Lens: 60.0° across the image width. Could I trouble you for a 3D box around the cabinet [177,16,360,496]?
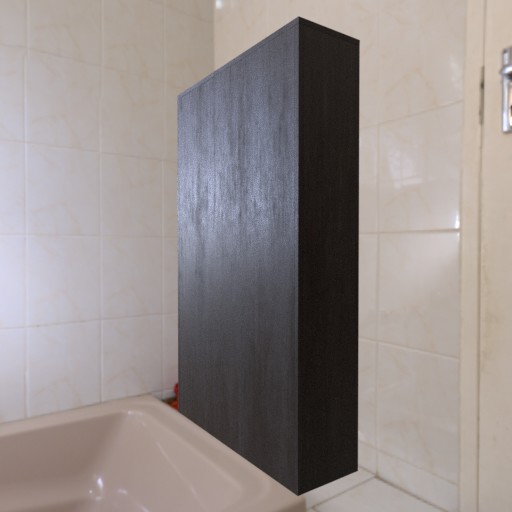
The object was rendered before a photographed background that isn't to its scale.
[{"bbox_3d":[0.000,0.000,1.560,0.250,1.280,0.750,-1,1,-35],"label":"cabinet"}]
